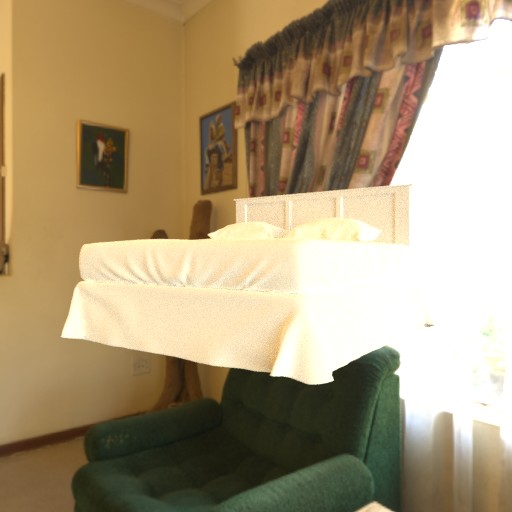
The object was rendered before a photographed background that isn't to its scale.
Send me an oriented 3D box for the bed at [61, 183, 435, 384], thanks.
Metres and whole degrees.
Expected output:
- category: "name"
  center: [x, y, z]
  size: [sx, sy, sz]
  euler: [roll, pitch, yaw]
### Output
- category: "bed"
  center: [0.000, 0.000, 3.628]
  size: [2.317, 1.273, 2.215]
  euler: [0, 0, 35]
